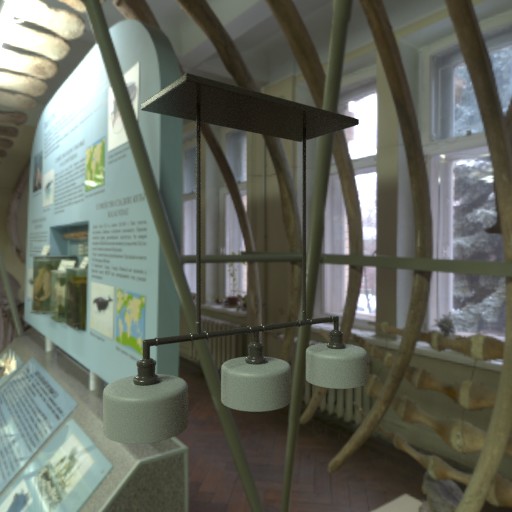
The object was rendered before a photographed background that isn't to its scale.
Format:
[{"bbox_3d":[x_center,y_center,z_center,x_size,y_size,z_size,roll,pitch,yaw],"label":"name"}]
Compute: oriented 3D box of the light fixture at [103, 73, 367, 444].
[{"bbox_3d":[0.000,0.000,0.859,0.582,0.557,0.177,0,1,-37],"label":"light fixture"}]
